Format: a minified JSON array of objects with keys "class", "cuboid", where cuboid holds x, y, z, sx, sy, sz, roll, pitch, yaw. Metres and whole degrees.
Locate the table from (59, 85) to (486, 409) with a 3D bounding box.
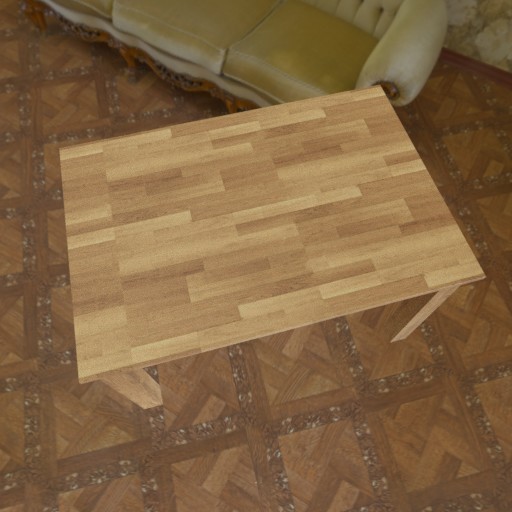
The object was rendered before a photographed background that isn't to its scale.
[{"class":"table","cuboid":[0.000,0.000,1.889,1.300,0.750,0.900,-13,64,-7]}]
